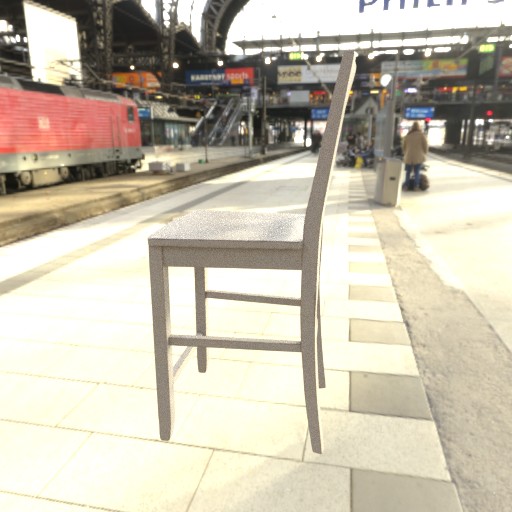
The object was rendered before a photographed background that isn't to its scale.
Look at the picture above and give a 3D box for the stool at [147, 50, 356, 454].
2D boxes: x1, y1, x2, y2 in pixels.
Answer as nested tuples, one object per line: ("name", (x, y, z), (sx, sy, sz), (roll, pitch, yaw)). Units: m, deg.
("stool", (0.000, 0.000, 1.364), (0.539, 1.079, 0.462), (3, 16, 9))
